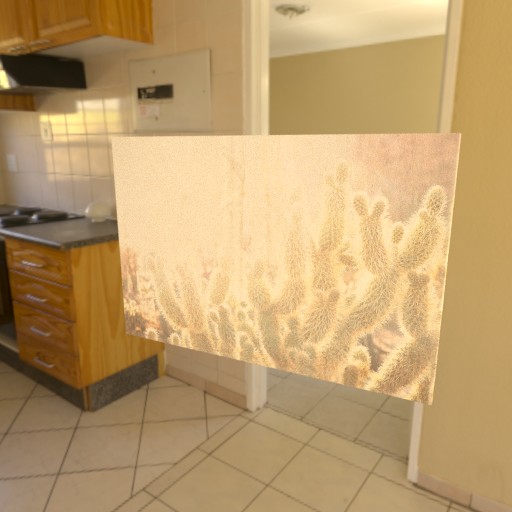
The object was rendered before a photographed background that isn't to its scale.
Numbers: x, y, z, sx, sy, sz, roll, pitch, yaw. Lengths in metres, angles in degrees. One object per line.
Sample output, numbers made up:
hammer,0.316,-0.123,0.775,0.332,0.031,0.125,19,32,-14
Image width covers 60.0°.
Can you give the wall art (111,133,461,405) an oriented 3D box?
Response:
wall art,0.000,0.000,1.928,1.525,1.012,0.038,7,15,25
